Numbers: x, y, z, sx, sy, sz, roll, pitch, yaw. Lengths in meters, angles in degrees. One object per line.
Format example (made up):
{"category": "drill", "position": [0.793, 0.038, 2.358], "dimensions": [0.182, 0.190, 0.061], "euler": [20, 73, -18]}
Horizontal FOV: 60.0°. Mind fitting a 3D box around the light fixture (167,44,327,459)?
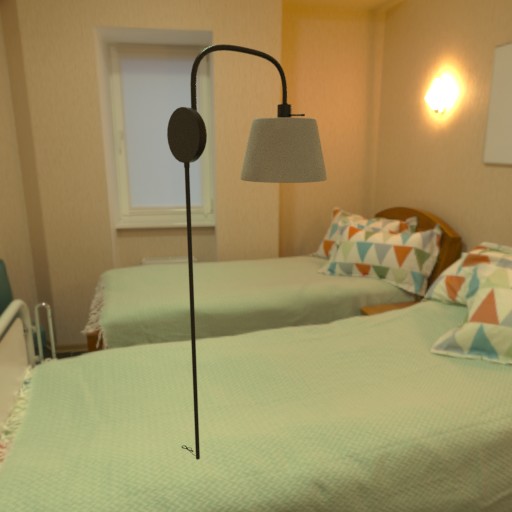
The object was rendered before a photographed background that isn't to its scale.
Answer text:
{"category": "light fixture", "position": [0.000, 0.000, 0.465], "dimensions": [0.092, 0.399, 0.176], "euler": [14, 20, 43]}
